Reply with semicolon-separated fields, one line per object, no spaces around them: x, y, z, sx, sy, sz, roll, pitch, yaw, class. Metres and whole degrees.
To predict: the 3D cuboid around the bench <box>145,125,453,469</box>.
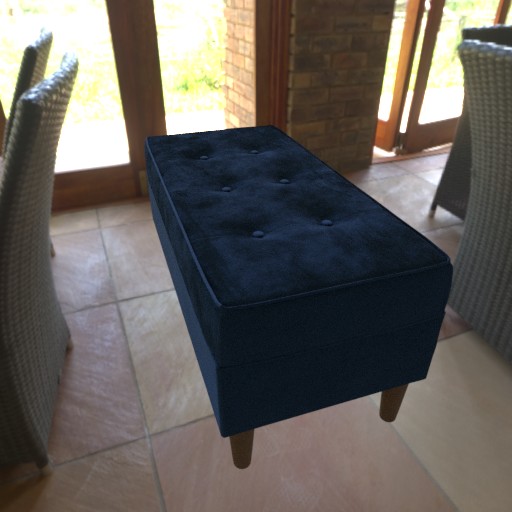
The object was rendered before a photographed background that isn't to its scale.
0.000;0.000;1.287;0.489;0.467;1.010;-10;33;-16;bench
